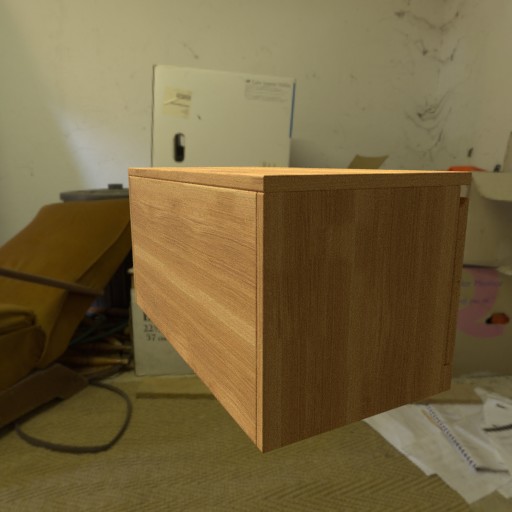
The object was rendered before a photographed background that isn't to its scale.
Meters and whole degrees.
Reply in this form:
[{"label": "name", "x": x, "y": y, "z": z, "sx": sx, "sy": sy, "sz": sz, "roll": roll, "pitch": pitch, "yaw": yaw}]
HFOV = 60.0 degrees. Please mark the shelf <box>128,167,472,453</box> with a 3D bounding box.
[{"label": "shelf", "x": 0.000, "y": 0.000, "z": 1.040, "sx": 0.400, "sy": 0.400, "sz": 0.800, "roll": -6, "pitch": 14, "yaw": -27}]
